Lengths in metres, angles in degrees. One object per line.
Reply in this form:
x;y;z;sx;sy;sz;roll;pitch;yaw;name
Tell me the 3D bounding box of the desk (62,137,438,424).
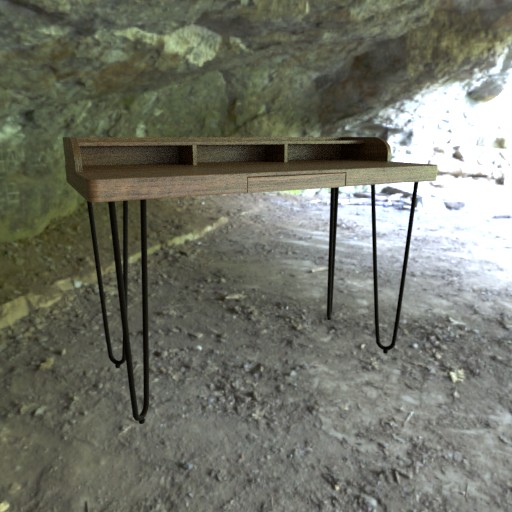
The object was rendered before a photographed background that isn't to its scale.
0.000;0.000;1.649;1.200;0.854;0.565;-8;17;-26;desk
